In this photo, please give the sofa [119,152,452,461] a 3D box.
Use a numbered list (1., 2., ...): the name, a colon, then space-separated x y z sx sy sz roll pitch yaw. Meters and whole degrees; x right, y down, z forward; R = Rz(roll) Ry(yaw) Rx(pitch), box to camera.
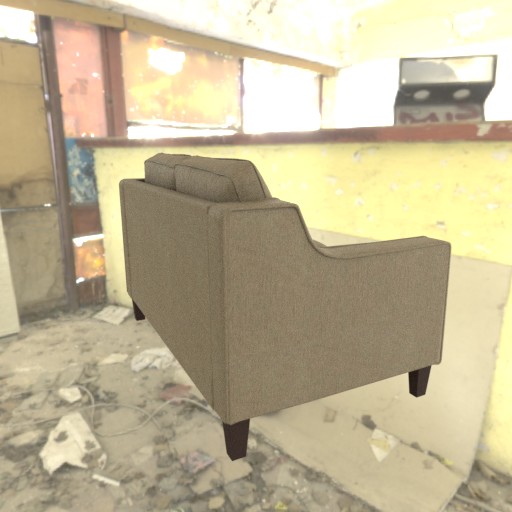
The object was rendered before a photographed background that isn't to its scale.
1. sofa: 0.000 0.000 2.158 0.985 0.981 1.503 -7 15 -26
